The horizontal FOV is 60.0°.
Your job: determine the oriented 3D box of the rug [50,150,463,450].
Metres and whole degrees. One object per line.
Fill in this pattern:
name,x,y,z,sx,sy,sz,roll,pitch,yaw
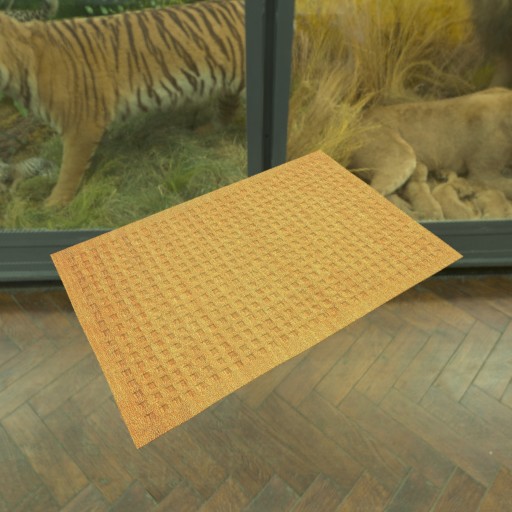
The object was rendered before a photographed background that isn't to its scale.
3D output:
rug,0.000,0.000,2.237,1.747,0.006,1.143,-25,52,-22
